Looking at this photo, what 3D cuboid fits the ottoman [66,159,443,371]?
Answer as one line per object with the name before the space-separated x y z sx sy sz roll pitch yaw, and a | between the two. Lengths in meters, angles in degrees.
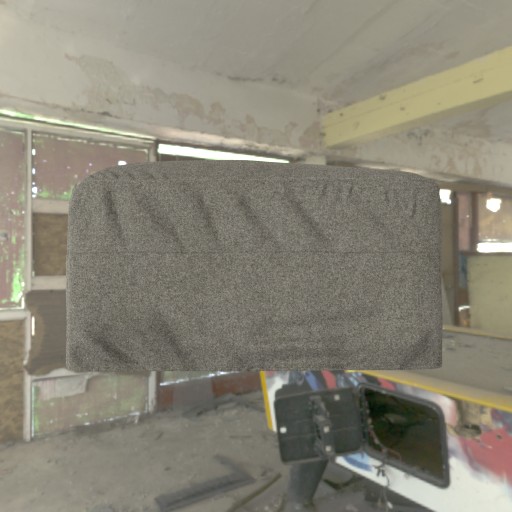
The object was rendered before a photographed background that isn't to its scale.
ottoman | 0.000 0.000 1.242 0.837 0.481 0.683 0 0 0
